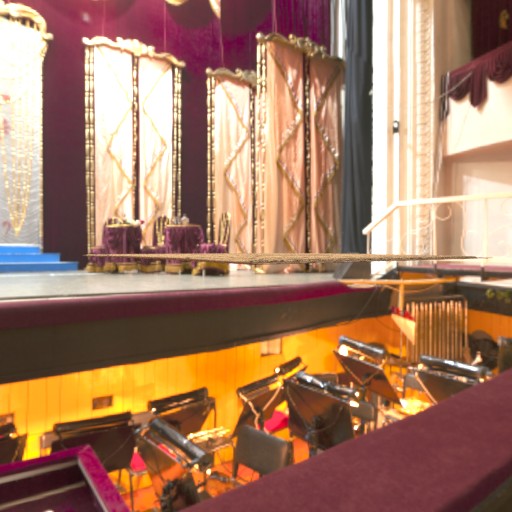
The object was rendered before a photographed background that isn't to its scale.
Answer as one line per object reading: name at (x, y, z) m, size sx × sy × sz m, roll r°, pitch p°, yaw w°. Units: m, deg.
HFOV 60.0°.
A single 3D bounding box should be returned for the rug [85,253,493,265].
rug at (0.000, 0.000, 3.861) m, size 2.125 × 0.028 × 3.027 m, roll -1°, pitch 1°, yaw -36°
